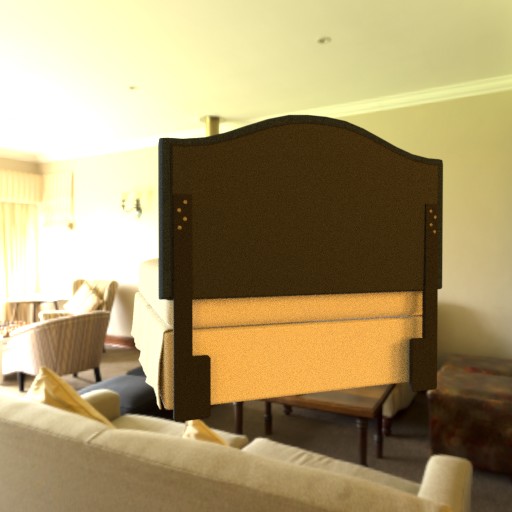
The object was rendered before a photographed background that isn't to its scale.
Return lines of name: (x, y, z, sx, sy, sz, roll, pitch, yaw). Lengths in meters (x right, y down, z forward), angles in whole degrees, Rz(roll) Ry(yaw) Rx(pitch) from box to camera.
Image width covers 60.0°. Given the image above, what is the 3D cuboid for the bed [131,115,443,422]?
bed: (0.000, 0.000, 3.334, 1.713, 1.518, 2.153, 0, 1, -19)
